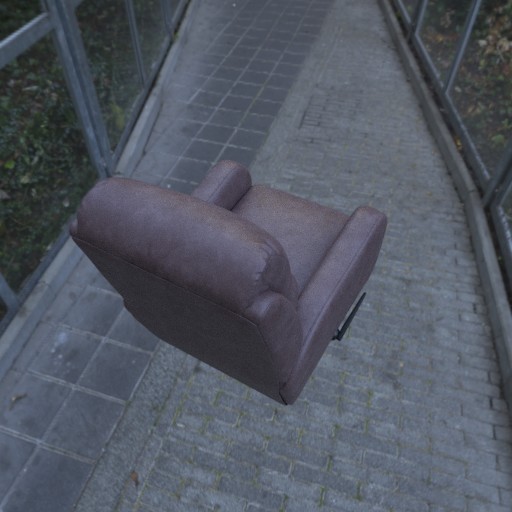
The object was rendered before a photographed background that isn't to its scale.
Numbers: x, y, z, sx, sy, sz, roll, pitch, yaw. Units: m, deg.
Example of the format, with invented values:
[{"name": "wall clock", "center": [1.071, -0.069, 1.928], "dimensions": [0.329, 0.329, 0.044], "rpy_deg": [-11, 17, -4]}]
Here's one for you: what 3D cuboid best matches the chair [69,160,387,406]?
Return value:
[{"name": "chair", "center": [0.000, 0.000, 1.805], "dimensions": [0.865, 1.067, 1.067], "rpy_deg": [23, 50, 20]}]
